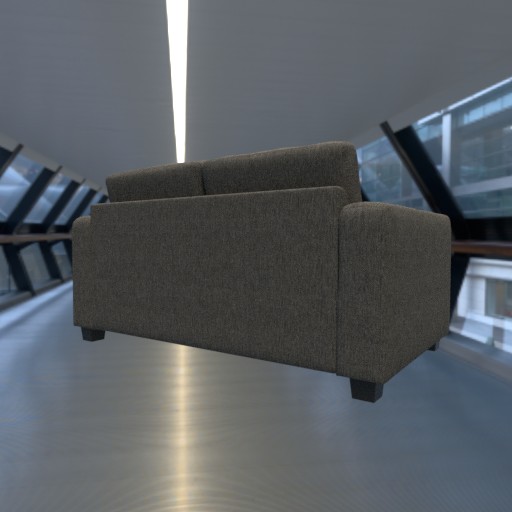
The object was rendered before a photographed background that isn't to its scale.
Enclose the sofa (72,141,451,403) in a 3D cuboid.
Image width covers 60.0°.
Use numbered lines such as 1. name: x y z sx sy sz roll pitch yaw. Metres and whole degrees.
1. sofa: 0.000 0.000 2.017 1.520 0.800 0.900 1 3 35
